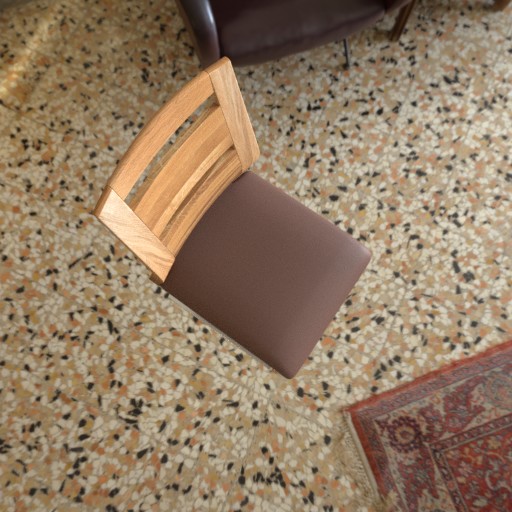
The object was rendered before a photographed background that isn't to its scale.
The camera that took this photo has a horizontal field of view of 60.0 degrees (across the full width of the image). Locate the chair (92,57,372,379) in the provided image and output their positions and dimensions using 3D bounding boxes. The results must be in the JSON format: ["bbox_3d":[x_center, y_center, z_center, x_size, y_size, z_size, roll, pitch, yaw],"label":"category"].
[{"bbox_3d":[0.000,0.000,1.277,0.570,0.970,0.460,34,78,9],"label":"chair"}]
